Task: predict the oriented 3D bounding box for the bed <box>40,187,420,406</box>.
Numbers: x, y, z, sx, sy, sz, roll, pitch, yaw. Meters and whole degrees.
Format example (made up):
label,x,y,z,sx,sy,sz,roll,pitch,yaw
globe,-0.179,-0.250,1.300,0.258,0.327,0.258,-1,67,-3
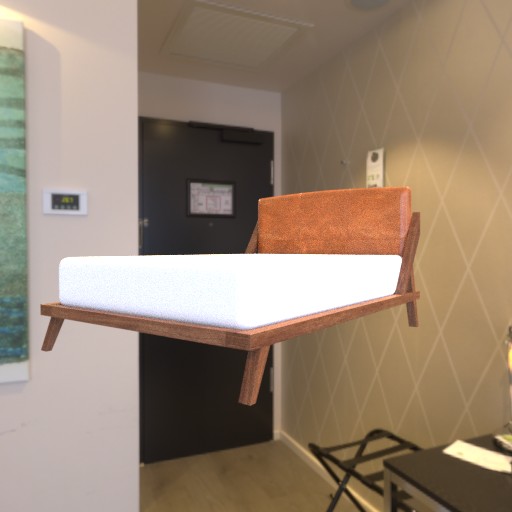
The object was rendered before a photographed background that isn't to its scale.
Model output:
label,x,y,z,sx,sy,sz,roll,pitch,yaw
bed,0.000,0.000,3.210,1.651,1.168,2.311,1,1,36
